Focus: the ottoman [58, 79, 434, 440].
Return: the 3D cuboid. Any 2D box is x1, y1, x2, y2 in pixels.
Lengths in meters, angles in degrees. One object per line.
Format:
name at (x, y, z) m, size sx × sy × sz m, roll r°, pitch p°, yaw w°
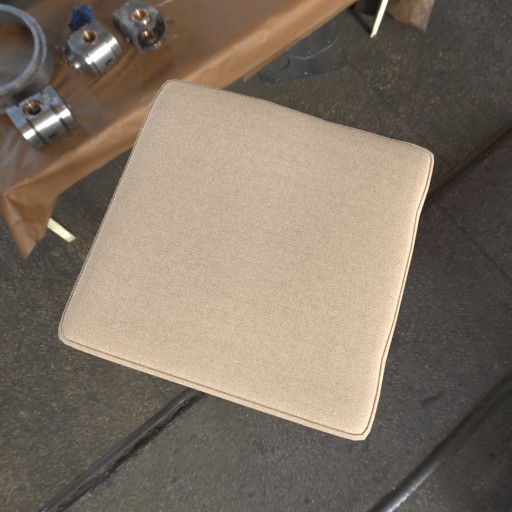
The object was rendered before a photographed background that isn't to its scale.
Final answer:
ottoman at (0.000, 0.000, 1.380) m, size 0.838 × 0.503 × 0.838 m, roll 17°, pitch 76°, yaw 4°
